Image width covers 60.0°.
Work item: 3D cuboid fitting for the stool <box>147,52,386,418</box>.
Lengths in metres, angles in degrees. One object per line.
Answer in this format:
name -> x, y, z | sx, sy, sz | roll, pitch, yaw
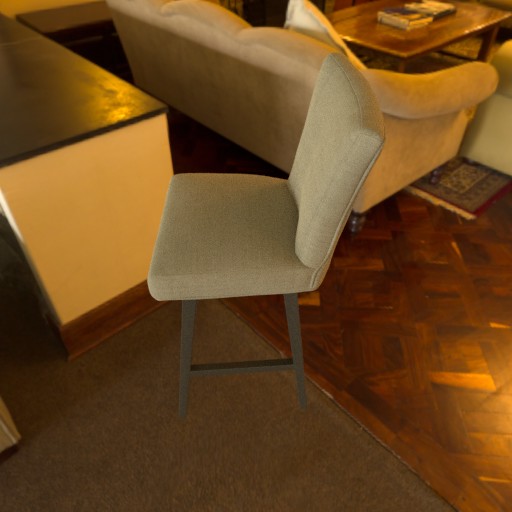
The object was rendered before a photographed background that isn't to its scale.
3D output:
stool -> 0.000, 0.000, 1.408 | 0.574, 1.086, 0.514 | -1, 42, -1
